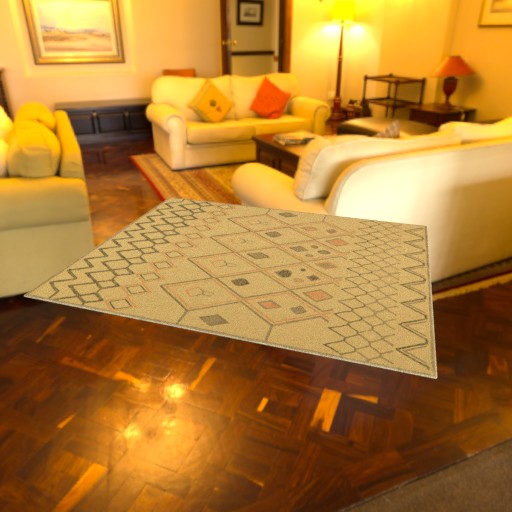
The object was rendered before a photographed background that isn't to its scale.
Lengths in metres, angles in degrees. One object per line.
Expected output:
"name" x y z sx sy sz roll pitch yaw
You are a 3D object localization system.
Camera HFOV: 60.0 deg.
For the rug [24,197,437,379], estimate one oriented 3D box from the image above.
"rug" 0.000 0.000 4.096 3.050 0.016 2.441 8 28 16
